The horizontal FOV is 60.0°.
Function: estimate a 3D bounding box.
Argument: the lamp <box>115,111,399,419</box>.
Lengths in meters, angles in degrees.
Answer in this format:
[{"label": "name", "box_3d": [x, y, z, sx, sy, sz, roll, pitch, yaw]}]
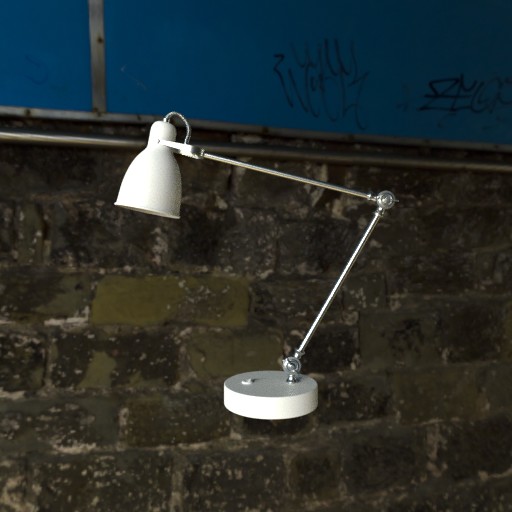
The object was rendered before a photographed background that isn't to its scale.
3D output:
[{"label": "lamp", "box_3d": [0.000, 0.000, 0.889, 0.561, 0.587, 0.187, 0, 0, 0]}]
